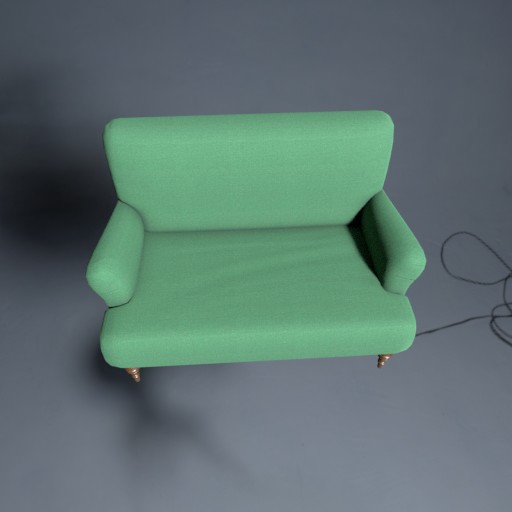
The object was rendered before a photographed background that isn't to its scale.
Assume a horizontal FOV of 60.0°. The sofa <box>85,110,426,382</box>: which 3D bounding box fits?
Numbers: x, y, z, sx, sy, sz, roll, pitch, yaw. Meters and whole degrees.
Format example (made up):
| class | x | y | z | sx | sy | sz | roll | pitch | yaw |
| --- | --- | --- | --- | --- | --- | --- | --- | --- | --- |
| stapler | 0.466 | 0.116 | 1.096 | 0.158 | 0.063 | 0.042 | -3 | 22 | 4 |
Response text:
| class | x | y | z | sx | sy | sz | roll | pitch | yaw |
| --- | --- | --- | --- | --- | --- | --- | --- | --- | --- |
| sofa | 0.000 | 0.000 | 1.863 | 1.297 | 0.889 | 0.779 | -2 | 46 | -2 |
